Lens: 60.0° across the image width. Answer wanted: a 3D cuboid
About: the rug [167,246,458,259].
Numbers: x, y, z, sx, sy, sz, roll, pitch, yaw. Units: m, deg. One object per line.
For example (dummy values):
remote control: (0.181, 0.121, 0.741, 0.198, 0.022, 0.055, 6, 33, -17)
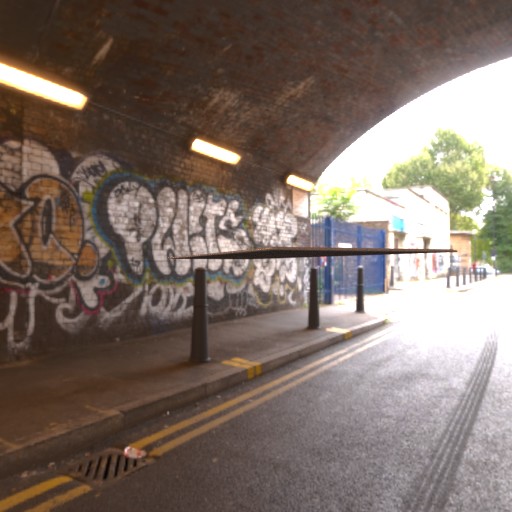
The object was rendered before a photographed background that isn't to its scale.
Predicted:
rug: (0.000, 0.000, 2.397, 0.662, 0.011, 2.196, 0, -1, -19)
